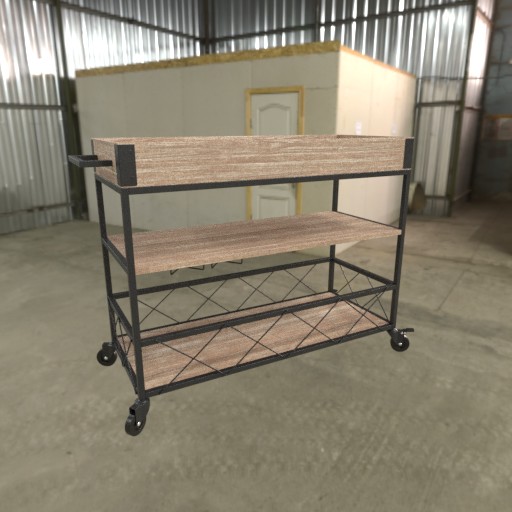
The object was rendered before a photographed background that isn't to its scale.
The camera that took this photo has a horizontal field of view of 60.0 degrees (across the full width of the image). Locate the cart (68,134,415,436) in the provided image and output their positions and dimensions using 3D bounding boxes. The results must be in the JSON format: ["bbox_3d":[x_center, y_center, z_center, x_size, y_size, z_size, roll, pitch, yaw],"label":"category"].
[{"bbox_3d":[0.000,0.000,1.527,1.101,0.787,0.500,-9,19,-27],"label":"cart"}]
